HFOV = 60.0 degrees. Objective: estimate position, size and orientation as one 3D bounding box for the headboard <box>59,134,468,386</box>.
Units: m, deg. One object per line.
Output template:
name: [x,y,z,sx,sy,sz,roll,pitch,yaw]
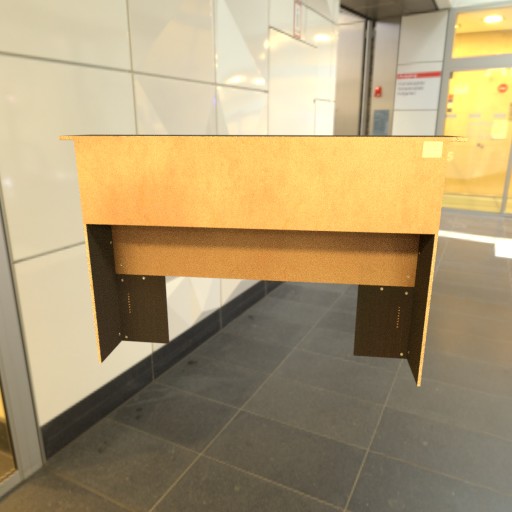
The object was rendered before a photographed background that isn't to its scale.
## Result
headboard: [0.000,0.000,2.085,1.671,1.092,0.279,2,17,7]
